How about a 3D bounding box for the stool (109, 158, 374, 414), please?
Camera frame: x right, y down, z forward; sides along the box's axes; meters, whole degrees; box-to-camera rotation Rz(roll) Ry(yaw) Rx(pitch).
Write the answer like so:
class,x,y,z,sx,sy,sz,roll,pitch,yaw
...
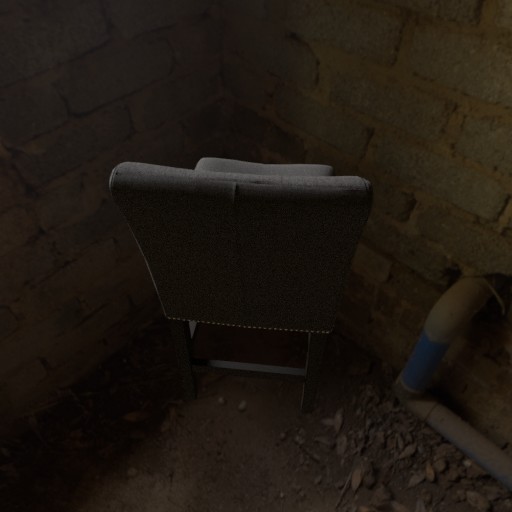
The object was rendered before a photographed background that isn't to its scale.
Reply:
class,x,y,z,sx,sy,sz,roll,pitch,yaw
stool,0.000,0.000,1.181,0.427,0.885,0.571,5,47,4
